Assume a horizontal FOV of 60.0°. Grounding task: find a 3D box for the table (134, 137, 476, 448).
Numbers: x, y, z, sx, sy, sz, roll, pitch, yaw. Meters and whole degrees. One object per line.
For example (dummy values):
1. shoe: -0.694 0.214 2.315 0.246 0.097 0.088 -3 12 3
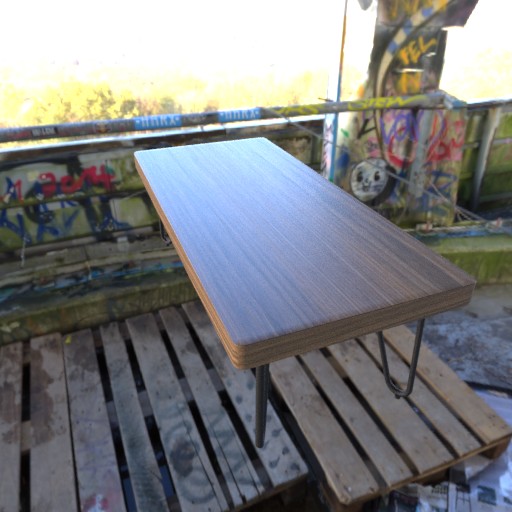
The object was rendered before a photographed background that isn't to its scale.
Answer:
1. table: 0.000 0.000 1.649 0.637 0.468 1.375 -11 32 -19
